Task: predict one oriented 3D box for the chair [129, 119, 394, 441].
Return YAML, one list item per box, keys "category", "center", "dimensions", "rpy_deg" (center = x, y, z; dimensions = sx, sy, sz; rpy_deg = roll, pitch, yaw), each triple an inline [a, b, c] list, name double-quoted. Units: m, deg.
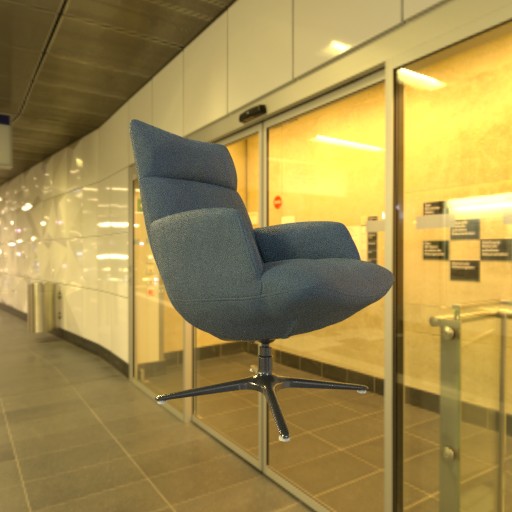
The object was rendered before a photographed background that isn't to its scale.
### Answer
- category: "chair"
  center: [0.000, 0.000, 1.618]
  dimensions: [0.889, 1.016, 0.711]
  rpy_deg: [0, 0, 37]
